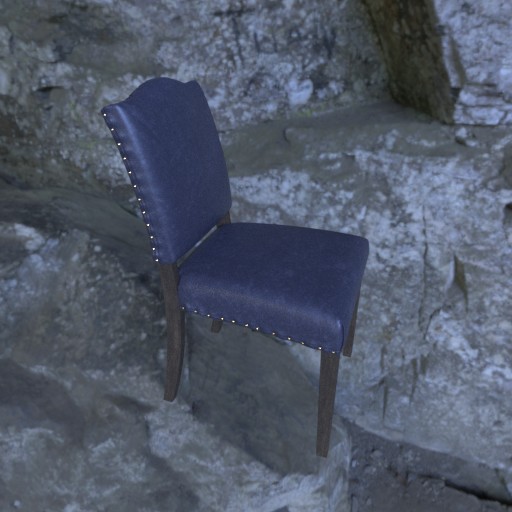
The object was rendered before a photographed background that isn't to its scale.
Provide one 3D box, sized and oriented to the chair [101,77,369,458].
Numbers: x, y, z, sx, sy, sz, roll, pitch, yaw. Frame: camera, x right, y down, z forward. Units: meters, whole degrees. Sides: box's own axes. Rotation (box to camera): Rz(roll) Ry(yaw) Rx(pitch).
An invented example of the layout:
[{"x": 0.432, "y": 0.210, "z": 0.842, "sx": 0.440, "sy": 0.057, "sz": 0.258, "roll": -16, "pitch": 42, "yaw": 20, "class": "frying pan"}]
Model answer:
[{"x": 0.000, "y": 0.000, "z": 1.346, "sx": 0.633, "sy": 0.991, "sz": 0.500, "roll": 10, "pitch": 31, "yaw": 17, "class": "chair"}]
